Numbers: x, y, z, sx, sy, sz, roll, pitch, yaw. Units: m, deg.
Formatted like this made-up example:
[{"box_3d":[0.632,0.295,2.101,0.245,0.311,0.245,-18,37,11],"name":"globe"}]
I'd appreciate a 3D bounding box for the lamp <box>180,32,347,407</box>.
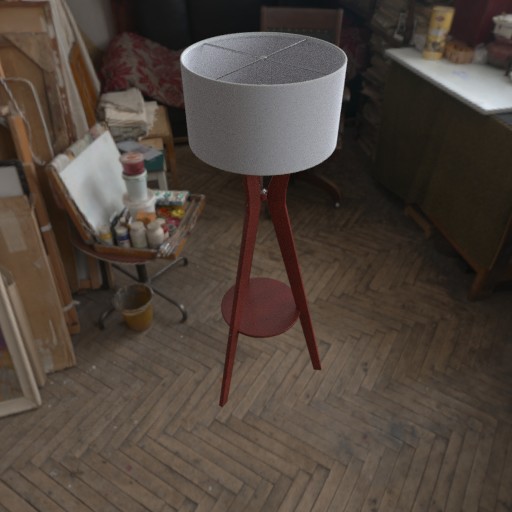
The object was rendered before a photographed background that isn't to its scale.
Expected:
[{"box_3d":[0.000,0.000,1.727,0.539,1.472,0.542,27,48,27],"name":"lamp"}]
